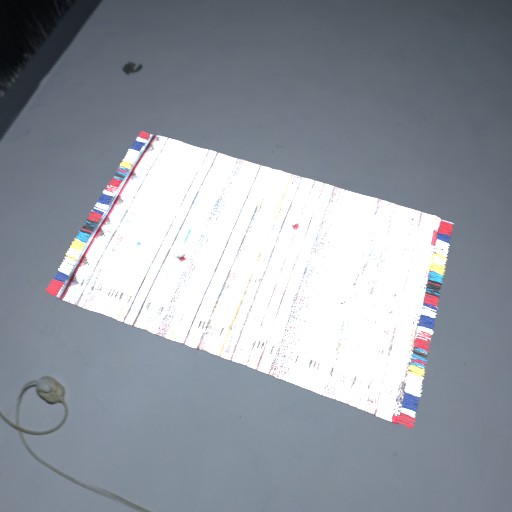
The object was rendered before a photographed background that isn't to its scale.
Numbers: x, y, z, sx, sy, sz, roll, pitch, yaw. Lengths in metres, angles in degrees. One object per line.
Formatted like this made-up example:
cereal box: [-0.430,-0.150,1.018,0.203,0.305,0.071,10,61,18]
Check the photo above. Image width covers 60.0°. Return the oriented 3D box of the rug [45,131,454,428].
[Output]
rug: [0.000,0.000,3.009,2.465,0.012,1.465,18,66,8]
